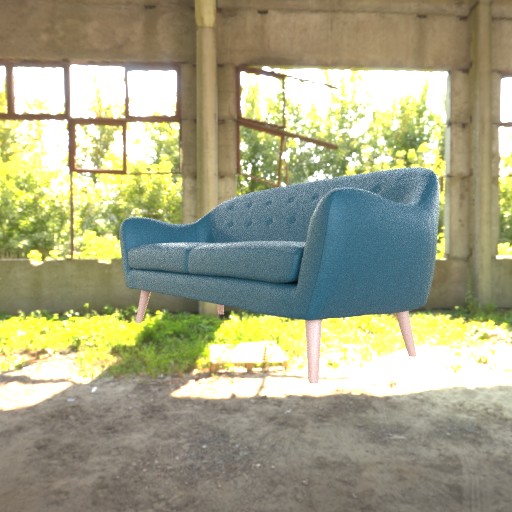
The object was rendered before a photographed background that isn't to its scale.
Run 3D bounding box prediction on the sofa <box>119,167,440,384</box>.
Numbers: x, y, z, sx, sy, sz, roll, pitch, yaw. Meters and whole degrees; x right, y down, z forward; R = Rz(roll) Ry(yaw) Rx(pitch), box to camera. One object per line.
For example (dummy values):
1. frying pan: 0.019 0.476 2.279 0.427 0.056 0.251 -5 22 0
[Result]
1. sofa: 0.000 0.000 2.310 0.820 0.836 1.840 -1 1 -37
